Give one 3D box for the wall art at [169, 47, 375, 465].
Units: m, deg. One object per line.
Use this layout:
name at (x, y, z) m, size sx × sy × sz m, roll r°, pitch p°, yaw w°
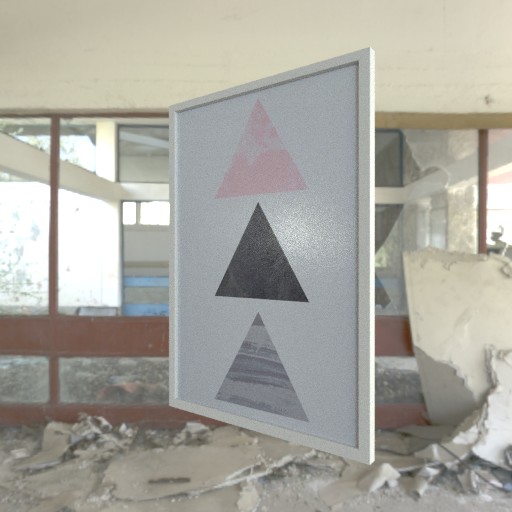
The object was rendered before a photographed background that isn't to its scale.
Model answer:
wall art at (0.000, 0.000, 0.554) m, size 0.303 × 0.433 × 0.013 m, roll 0°, pitch 0°, yaw 37°
